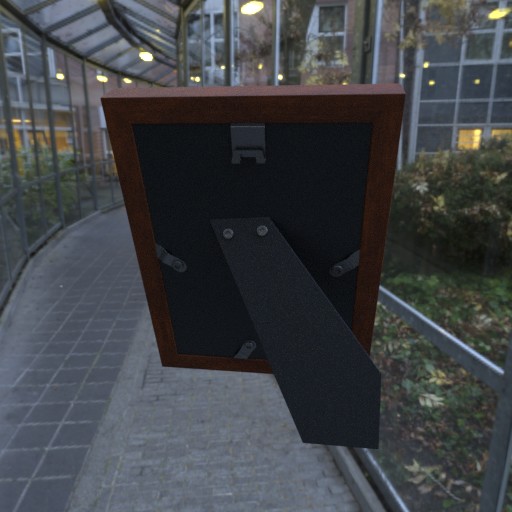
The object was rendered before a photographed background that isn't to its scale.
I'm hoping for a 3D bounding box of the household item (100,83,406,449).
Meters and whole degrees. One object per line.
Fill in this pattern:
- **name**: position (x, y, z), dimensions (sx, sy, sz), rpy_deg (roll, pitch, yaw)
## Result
- **household item**: position (0.000, 0.000, 0.290), dimensions (0.160, 0.204, 0.096), rpy_deg (2, 15, 7)
